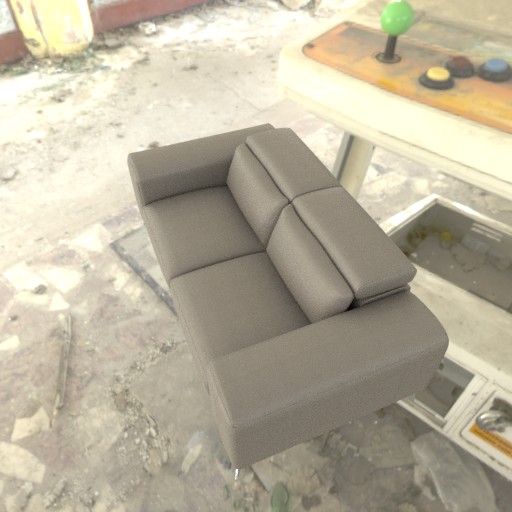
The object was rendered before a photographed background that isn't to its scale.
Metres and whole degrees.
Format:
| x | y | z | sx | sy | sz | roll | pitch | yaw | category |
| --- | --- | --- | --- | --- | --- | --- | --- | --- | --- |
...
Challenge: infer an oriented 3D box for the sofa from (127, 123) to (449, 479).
| x | y | z | sx | sy | sz | roll | pitch | yaw | category |
| --- | --- | --- | --- | --- | --- | --- | --- | --- | --- |
| 0.000 | 0.000 | 2.481 | 1.024 | 0.753 | 1.930 | -17 | 49 | -15 | sofa |
